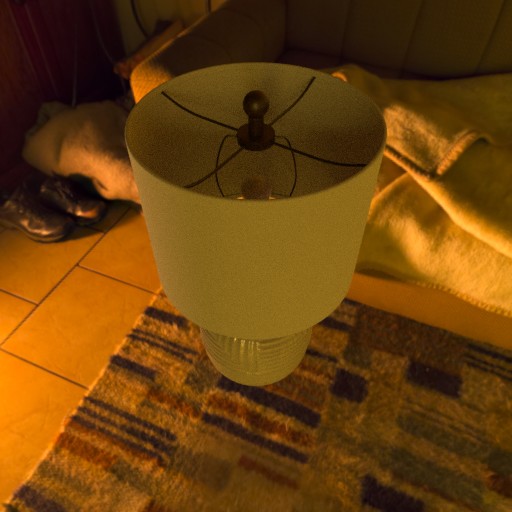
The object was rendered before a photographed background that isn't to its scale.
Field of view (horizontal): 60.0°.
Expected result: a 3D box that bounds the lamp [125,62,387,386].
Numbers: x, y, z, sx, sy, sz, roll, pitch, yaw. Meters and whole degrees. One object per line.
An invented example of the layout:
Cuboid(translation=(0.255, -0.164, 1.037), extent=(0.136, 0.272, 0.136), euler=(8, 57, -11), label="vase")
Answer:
Cuboid(translation=(0.000, 0.000, 0.728), extent=(0.318, 0.567, 0.318), euler=(0, 47, 0), label="lamp")
